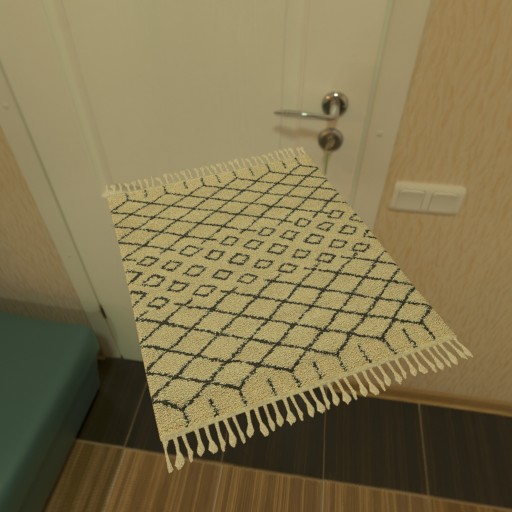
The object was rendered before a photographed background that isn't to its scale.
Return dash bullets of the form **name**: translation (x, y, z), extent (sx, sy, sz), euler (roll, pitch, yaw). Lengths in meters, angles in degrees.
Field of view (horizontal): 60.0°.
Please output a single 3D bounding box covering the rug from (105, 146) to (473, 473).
- **rug**: translation (0.000, 0.000, 4.149), extent (2.388, 0.030, 3.213), euler (-15, 48, -14)
